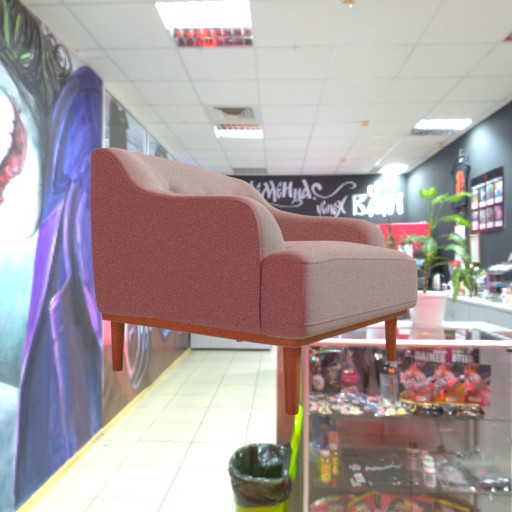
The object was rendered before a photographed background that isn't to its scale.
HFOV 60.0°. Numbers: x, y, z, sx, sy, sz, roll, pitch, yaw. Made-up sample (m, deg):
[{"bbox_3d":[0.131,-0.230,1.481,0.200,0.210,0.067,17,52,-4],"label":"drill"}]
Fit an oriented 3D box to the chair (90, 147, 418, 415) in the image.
[{"bbox_3d":[0.000,0.000,1.669,0.951,0.818,0.946,-1,-1,36],"label":"chair"}]
